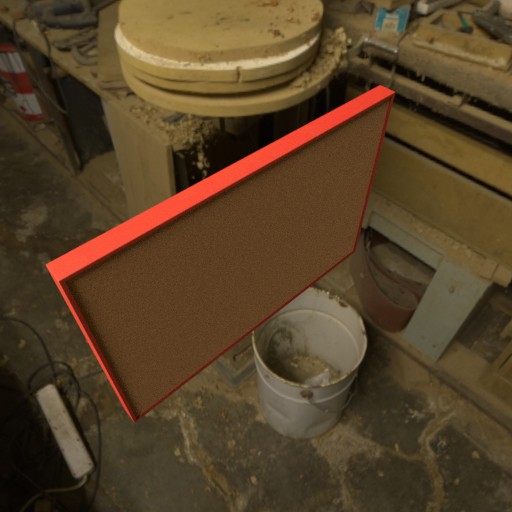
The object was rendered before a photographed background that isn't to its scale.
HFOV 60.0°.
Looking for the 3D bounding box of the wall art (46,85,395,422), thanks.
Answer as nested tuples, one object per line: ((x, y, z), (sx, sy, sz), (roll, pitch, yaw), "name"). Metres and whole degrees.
((0.000, 0.000, 0.775), (0.607, 0.405, 0.033), (-34, 57, -26), "wall art")
